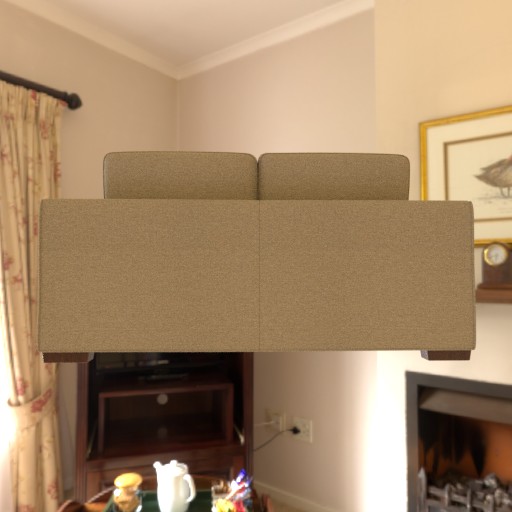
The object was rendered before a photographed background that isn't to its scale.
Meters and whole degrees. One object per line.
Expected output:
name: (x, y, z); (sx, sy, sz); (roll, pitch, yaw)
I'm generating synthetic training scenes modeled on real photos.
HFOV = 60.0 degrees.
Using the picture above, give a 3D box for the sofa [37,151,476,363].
sofa: (0.000, 0.000, 2.337); (1.812, 0.924, 1.007); (0, -2, -2)
